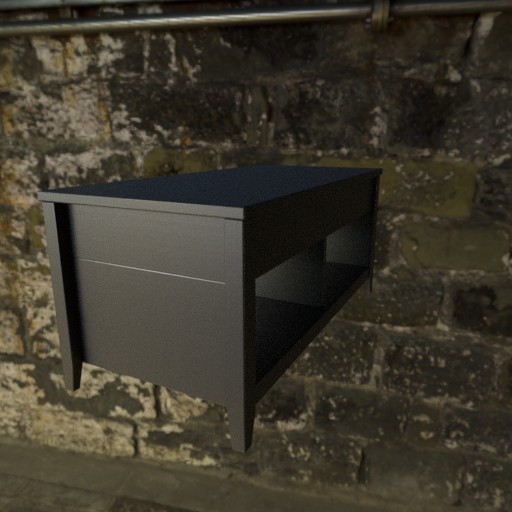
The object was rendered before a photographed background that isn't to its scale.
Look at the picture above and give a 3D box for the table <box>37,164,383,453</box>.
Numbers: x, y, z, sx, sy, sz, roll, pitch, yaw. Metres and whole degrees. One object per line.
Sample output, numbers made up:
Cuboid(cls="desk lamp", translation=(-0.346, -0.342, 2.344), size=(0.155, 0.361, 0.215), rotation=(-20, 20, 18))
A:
Cuboid(cls="table", translation=(0.000, 0.000, 1.291), size=(0.483, 0.457, 1.016), rotation=(8, 17, 26))
